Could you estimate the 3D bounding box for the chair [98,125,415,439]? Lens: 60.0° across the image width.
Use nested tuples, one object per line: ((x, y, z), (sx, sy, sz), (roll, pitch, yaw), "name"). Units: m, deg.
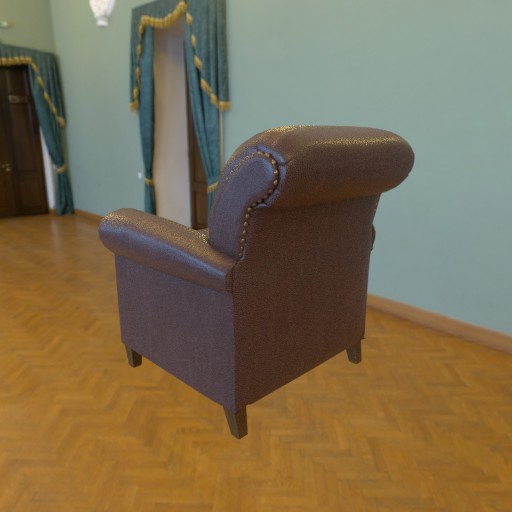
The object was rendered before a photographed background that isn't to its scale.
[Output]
((0.000, 0.000, 1.655), (0.854, 0.927, 0.890), (-15, 21, -43), "chair")
